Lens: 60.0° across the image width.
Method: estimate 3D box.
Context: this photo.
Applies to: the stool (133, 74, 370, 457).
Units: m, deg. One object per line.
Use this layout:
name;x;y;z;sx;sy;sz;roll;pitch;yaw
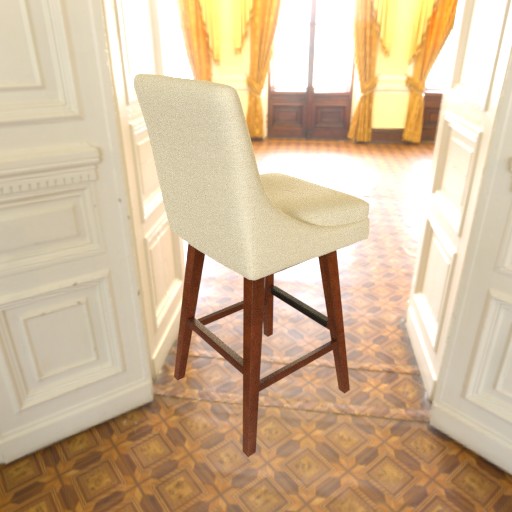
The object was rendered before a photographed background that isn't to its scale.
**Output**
stool;0.000;0.000;1.429;0.559;1.097;0.470;-19;32;-34
